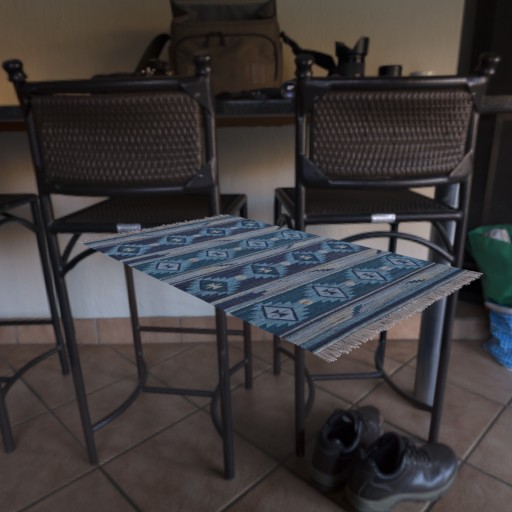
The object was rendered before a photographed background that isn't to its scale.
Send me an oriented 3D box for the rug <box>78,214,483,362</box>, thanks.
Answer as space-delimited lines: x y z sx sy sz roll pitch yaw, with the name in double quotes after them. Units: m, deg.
0.000 0.000 2.412 1.181 0.028 1.936 -15 23 -41 "rug"
